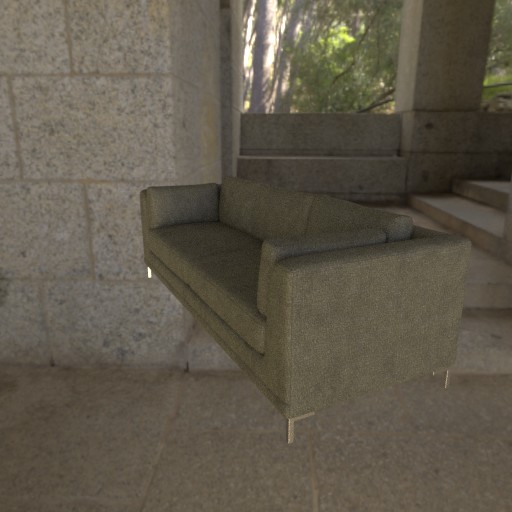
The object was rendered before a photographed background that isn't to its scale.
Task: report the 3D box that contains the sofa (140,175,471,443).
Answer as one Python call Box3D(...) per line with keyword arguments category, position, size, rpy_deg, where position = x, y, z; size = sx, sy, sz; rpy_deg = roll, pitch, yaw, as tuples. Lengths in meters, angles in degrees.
Box3D(category="sofa", position=(0.000, 0.000, 2.902), size=(0.969, 0.867, 2.415), rpy_deg=(-8, 18, -26))
